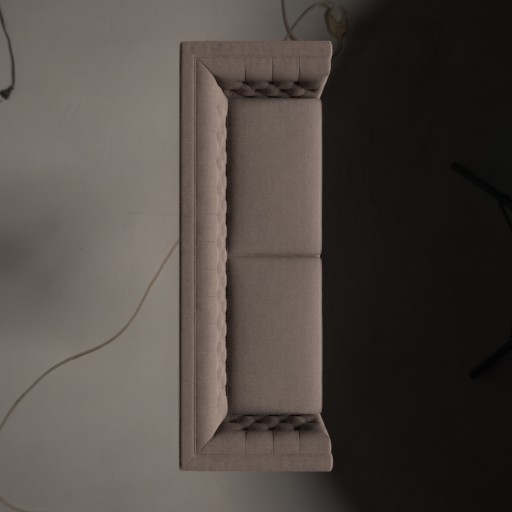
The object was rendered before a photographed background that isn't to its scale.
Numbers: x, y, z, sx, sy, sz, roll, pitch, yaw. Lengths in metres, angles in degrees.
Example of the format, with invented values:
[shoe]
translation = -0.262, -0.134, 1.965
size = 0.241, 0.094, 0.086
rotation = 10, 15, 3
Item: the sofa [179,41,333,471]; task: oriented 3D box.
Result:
[sofa]
translation = 0.000, 0.000, 2.593
size = 0.775, 0.762, 2.159
rotation = 0, 90, 0
